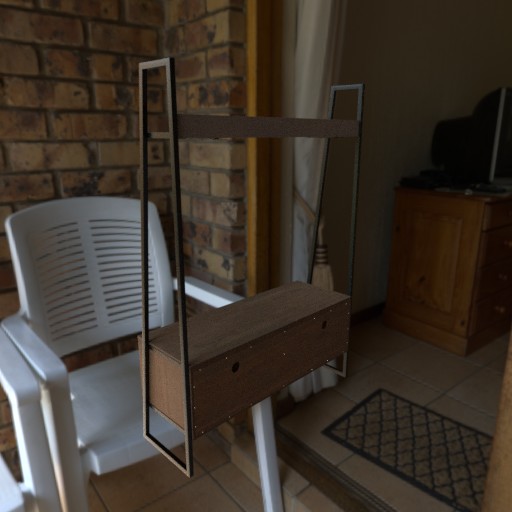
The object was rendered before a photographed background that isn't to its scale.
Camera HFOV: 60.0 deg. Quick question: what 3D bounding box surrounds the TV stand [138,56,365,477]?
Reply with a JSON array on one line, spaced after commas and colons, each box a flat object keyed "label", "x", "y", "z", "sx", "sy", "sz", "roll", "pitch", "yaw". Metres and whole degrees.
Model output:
[{"label": "TV stand", "x": 0.000, "y": 0.000, "z": 2.346, "sx": 1.250, "sy": 1.772, "sz": 0.432, "roll": -15, "pitch": 21, "yaw": -43}]
